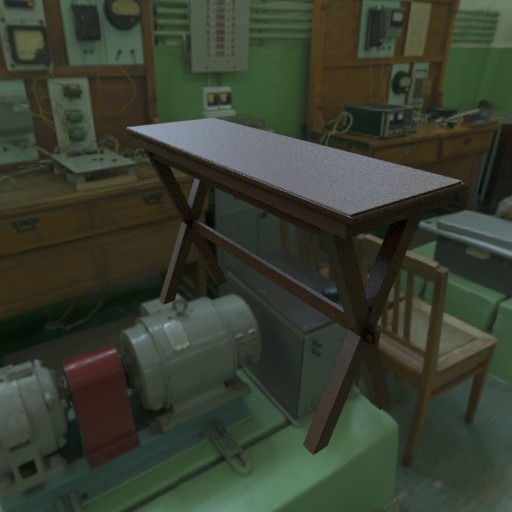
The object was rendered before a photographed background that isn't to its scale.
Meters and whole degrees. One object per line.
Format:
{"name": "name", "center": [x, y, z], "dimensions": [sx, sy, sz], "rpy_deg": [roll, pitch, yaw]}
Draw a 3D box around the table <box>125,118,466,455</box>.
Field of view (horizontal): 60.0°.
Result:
{"name": "table", "center": [0.000, 0.000, 1.574], "dimensions": [0.399, 0.763, 1.197], "rpy_deg": [-18, 31, -32]}
